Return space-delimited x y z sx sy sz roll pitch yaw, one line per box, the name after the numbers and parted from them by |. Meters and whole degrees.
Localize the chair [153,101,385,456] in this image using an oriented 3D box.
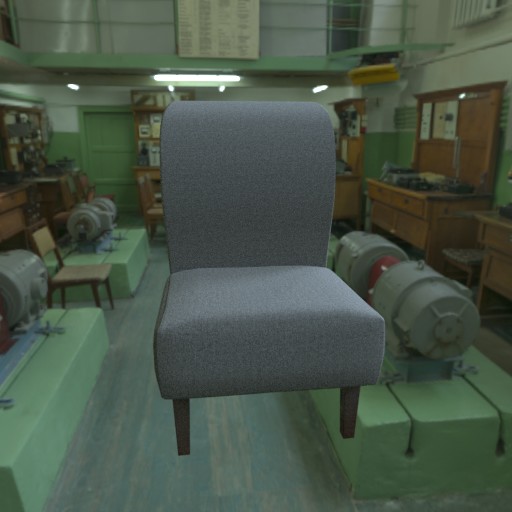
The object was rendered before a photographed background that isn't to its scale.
0.000 0.000 1.171 0.513 0.804 0.592 -2 16 -8 | chair
